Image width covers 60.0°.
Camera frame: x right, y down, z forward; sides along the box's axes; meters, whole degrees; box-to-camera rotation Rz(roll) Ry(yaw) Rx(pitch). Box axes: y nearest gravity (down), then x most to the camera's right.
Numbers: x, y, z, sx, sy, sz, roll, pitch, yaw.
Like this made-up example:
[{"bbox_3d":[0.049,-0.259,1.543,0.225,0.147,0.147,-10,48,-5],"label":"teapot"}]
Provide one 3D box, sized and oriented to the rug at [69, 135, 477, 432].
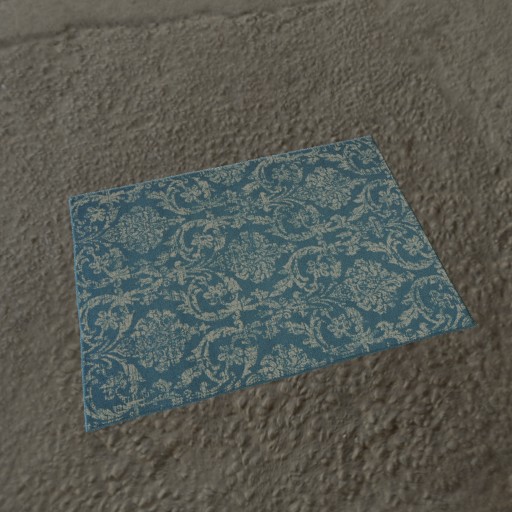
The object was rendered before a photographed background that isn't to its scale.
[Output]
[{"bbox_3d":[0.000,0.000,2.771,2.205,0.012,1.554,-13,61,-8],"label":"rug"}]
